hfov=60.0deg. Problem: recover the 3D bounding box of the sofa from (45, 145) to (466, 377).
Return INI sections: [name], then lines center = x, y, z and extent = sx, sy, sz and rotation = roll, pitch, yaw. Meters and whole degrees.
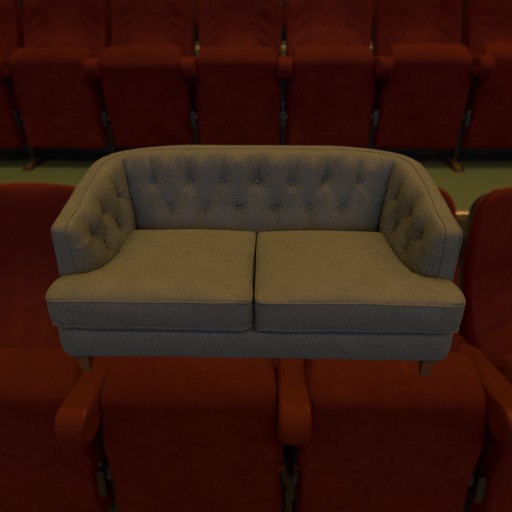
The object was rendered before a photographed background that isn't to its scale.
[sofa]
center = 0.000, 0.000, 2.184
extent = 1.733, 0.855, 0.941
rotation = 1, 30, 1
